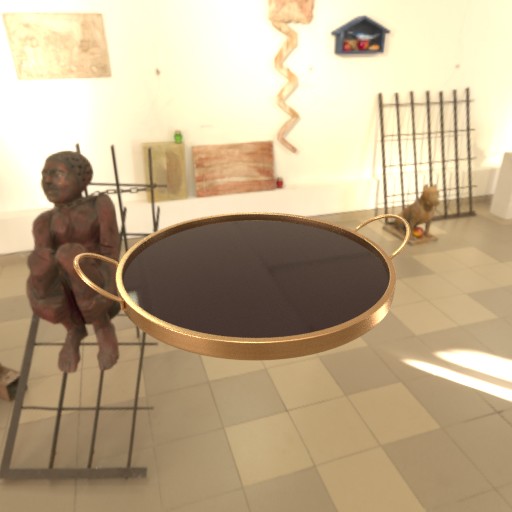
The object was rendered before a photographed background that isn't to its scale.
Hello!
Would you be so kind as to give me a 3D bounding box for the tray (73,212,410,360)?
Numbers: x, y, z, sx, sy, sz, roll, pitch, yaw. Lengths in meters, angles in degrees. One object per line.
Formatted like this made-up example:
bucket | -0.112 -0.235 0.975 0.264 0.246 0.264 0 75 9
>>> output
tray | 0.000 0.000 0.716 0.543 0.069 0.438 -8 27 -16
